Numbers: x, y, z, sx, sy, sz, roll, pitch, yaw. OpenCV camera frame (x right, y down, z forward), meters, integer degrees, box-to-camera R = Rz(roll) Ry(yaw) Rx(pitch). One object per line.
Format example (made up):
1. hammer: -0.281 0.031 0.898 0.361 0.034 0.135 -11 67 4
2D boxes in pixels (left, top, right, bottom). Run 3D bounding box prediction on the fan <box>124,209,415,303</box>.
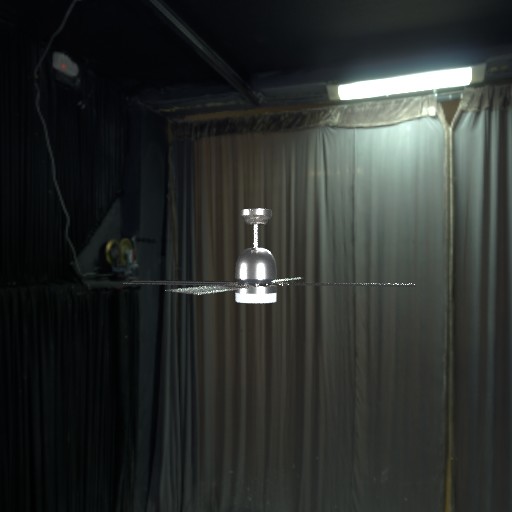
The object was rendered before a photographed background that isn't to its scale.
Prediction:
1. fan: 0.000 0.000 1.991 1.346 0.406 1.346 0 -1 18
